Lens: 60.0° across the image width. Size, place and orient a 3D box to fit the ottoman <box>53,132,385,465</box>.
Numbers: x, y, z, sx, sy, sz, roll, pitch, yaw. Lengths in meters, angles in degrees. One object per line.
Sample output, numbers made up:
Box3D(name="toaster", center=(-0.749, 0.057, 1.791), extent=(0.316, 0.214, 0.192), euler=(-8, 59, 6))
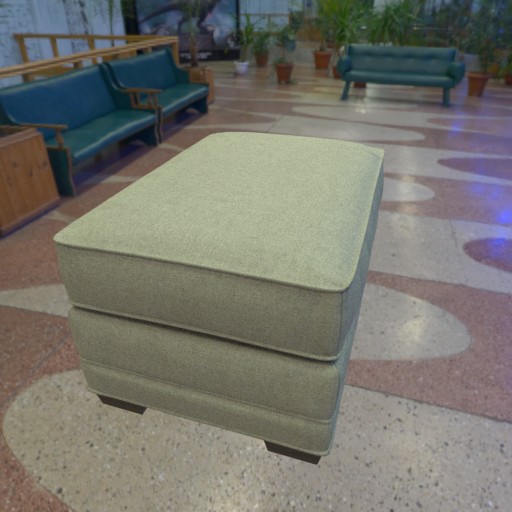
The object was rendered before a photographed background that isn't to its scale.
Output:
Box3D(name="ottoman", center=(0.000, 0.000, 1.215), extent=(0.611, 0.508, 0.848), euler=(9, 32, 16))
